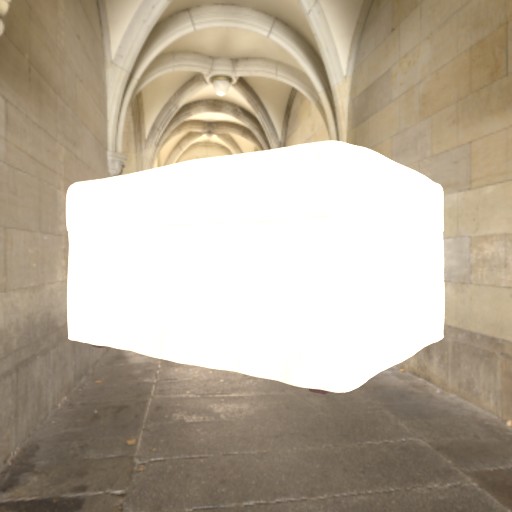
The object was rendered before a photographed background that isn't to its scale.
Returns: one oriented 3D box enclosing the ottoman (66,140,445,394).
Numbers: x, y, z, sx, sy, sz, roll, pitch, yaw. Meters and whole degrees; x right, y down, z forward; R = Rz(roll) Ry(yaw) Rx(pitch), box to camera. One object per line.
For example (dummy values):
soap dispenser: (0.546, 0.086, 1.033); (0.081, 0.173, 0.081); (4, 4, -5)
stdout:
ottoman: (0.000, 0.000, 1.211); (0.833, 0.485, 0.650); (0, 0, 36)
